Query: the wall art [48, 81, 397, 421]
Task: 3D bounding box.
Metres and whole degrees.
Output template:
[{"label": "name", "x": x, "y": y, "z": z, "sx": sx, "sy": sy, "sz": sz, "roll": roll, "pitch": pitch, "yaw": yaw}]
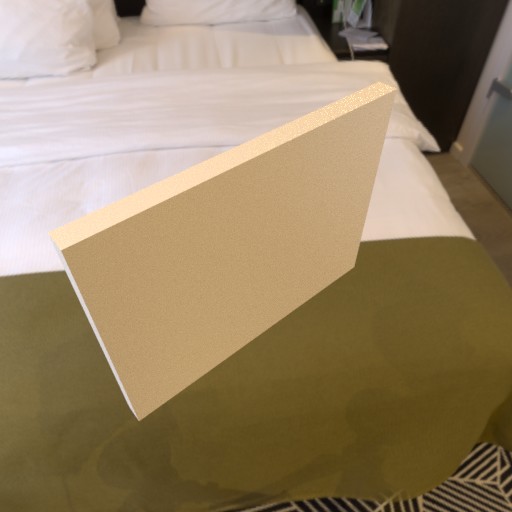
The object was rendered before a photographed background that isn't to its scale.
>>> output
[{"label": "wall art", "x": 0.000, "y": 0.000, "z": 1.412, "sx": 1.056, "sy": 0.801, "sz": 0.066, "roll": -31, "pitch": 54, "yaw": -26}]
